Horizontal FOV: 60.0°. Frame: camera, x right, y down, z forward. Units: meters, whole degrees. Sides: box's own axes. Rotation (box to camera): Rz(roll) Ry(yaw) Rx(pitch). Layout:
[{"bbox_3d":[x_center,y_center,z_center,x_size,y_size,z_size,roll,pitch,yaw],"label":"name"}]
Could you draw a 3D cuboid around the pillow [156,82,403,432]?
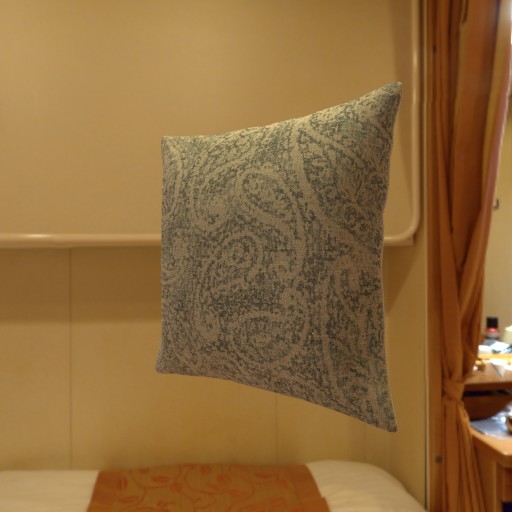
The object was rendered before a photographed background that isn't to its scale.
[{"bbox_3d":[0.000,0.000,0.798,0.523,0.510,0.166,0,0,37],"label":"pillow"}]
